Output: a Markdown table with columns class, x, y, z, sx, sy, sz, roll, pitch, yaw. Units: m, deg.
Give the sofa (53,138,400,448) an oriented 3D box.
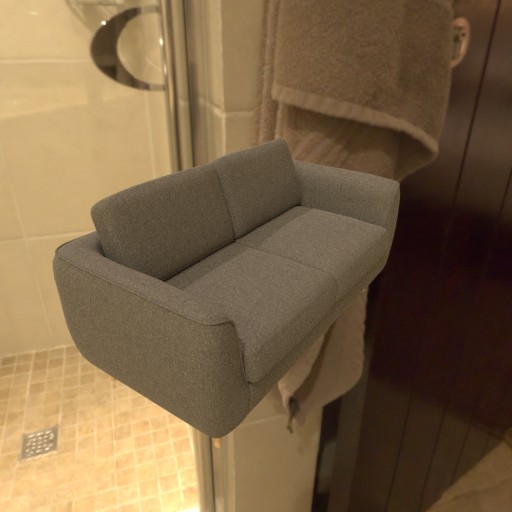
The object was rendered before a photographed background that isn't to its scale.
| class | x | y | z | sx | sy | sz | roll | pitch | yaw |
| --- | --- | --- | --- | --- | --- | --- | --- | --- | --- |
| sofa | 0.000 | 0.000 | 2.186 | 0.920 | 0.870 | 1.700 | 18 | 33 | 31 |
